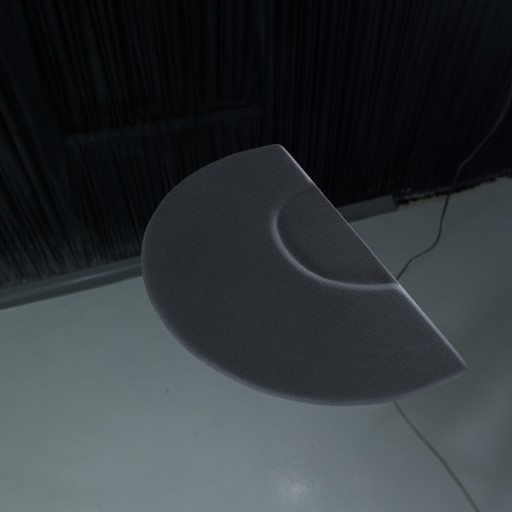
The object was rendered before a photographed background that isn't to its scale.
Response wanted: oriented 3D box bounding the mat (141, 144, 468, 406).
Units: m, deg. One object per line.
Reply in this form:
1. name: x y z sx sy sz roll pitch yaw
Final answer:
1. mat: 0.000 0.000 1.823 0.917 0.016 1.525 -16 48 -16
